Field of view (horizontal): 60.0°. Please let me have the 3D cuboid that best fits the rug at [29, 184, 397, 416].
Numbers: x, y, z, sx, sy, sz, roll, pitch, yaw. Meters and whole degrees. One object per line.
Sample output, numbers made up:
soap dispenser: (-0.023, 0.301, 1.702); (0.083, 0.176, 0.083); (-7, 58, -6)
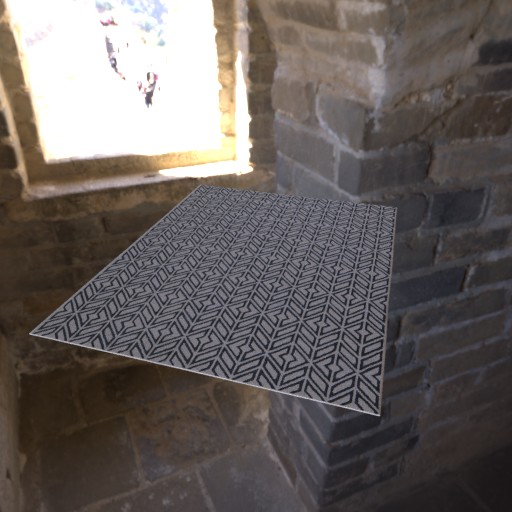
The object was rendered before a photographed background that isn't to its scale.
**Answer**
rug: (0.000, 0.000, 4.084); (2.421, 0.008, 3.045); (9, 31, 15)
